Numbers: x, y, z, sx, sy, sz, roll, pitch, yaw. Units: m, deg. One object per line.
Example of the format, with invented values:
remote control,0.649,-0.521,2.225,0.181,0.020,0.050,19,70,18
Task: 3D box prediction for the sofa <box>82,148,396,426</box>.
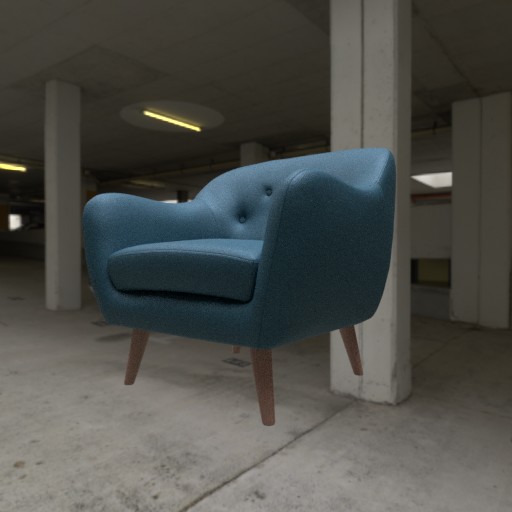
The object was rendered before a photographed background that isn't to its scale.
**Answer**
sofa,0.000,0.000,1.504,0.836,0.817,0.825,1,1,37
